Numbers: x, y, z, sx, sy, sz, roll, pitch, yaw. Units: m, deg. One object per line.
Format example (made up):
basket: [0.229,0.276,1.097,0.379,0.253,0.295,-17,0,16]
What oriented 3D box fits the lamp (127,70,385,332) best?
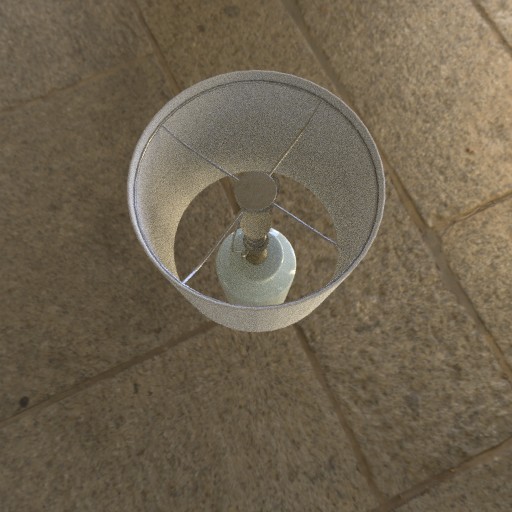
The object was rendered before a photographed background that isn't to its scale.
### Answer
lamp: [0.000,0.000,0.601,0.212,0.493,0.212,35,78,8]
